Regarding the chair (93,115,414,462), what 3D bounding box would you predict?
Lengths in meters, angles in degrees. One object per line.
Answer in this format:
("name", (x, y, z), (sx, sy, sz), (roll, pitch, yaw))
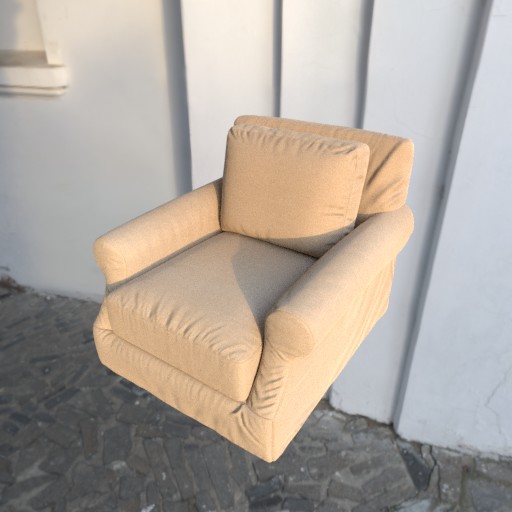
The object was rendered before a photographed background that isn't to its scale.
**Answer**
("chair", (0.000, 0.000, 1.741), (0.940, 0.866, 1.066), (18, 34, 29))
